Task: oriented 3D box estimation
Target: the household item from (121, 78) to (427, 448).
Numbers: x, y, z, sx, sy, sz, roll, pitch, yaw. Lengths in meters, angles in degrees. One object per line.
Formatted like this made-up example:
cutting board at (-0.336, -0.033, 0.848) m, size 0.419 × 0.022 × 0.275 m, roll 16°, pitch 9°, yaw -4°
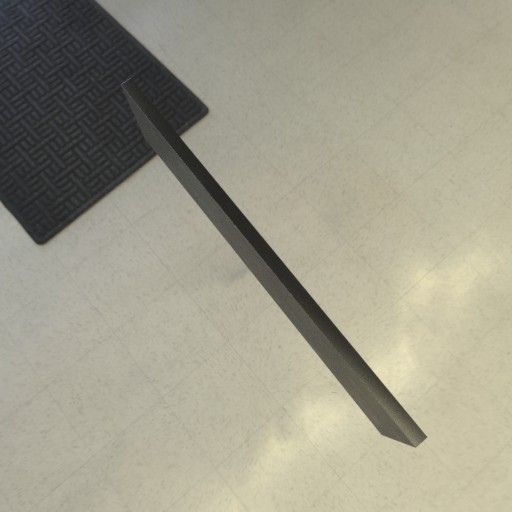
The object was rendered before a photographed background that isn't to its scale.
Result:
household item at (0.000, 0.000, 1.046) m, size 0.030 × 0.236 × 1.001 m, roll -37°, pitch 77°, yaw -10°
